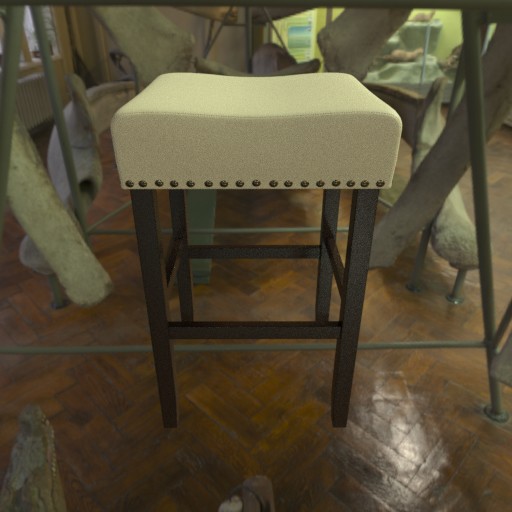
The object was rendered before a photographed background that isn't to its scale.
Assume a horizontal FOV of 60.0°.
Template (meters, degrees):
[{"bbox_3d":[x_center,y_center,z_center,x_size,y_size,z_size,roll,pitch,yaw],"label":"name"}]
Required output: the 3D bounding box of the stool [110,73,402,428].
[{"bbox_3d":[0.000,0.000,1.050,0.471,0.762,0.401,0,30,0],"label":"stool"}]
